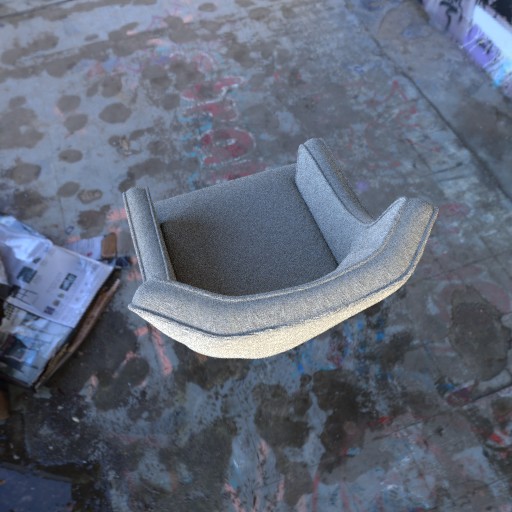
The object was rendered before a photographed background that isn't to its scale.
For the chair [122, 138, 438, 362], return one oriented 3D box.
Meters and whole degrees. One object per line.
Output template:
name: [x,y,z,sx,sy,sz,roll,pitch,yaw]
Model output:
chair: [0.000,0.000,1.645,0.820,0.920,0.910,-18,60,-10]
